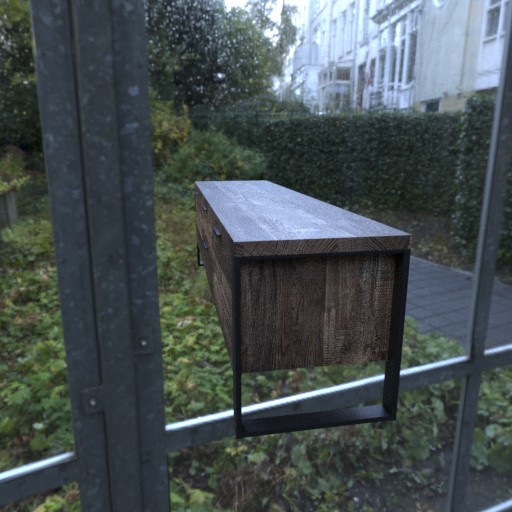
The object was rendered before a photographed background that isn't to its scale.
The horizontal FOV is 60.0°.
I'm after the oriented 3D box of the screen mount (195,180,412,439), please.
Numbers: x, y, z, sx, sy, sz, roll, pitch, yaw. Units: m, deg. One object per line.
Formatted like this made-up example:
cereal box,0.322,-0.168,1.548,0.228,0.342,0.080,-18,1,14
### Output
screen mount,0.000,0.000,1.693,0.395,0.450,1.524,-3,14,-10
